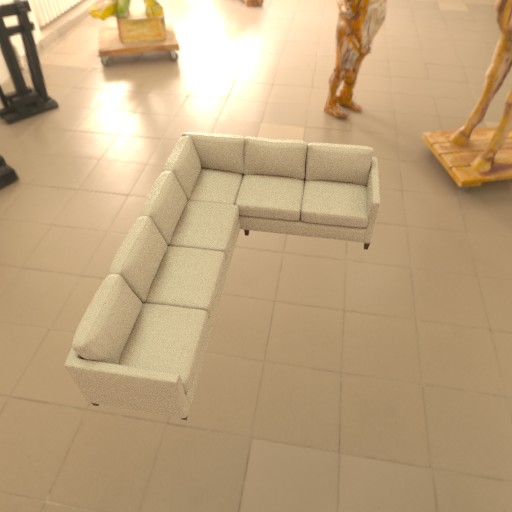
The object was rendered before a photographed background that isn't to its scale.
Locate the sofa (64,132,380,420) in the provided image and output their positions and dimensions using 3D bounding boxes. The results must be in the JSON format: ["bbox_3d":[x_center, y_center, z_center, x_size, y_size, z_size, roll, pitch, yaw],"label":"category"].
[{"bbox_3d":[0.000,0.000,4.559,2.522,0.934,3.333,7,46,6],"label":"sofa"}]
